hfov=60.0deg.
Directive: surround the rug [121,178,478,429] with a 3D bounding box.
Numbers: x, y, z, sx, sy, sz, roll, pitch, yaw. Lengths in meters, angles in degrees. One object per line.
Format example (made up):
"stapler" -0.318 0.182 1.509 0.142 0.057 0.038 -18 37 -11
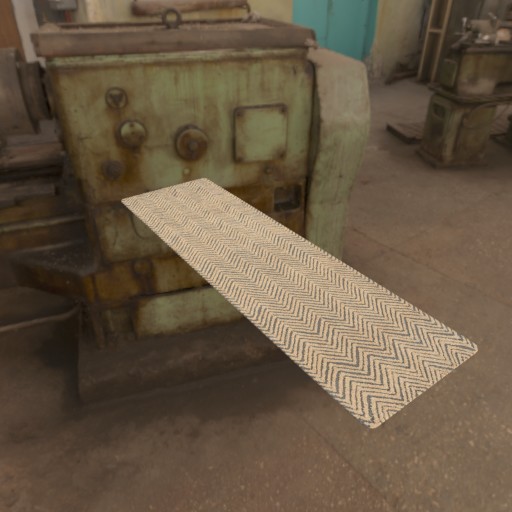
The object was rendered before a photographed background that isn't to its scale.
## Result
"rug" 0.000 0.000 2.477 0.686 0.008 2.286 -21 38 -30
